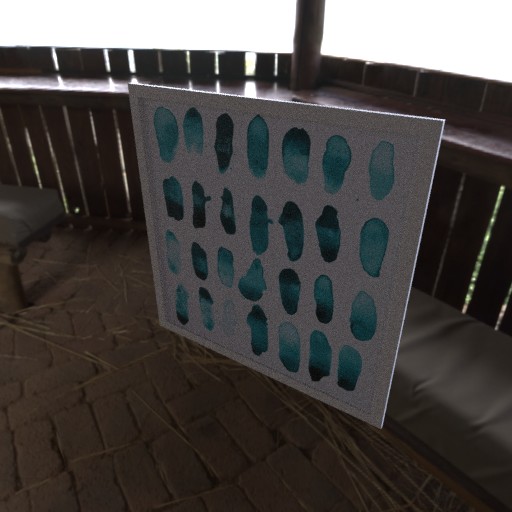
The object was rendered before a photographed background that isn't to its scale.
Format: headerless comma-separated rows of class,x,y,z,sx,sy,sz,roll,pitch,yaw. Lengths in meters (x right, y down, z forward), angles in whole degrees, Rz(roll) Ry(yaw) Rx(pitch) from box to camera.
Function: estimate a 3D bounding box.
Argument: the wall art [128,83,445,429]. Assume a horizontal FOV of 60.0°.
wall art,0.000,0.000,0.820,0.558,0.559,0.009,18,34,29
